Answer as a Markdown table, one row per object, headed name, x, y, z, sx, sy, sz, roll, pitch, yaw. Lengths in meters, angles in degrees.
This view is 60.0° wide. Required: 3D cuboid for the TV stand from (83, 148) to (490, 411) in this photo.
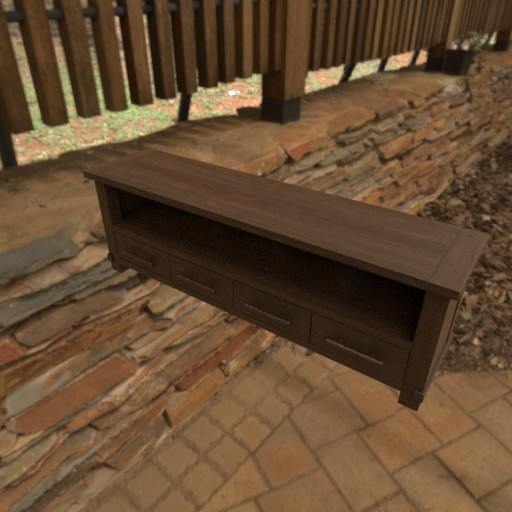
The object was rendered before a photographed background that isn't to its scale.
| name | x | y | z | sx | sy | sz | roll | pitch | yaw |
| --- | --- | --- | --- | --- | --- | --- | --- | --- | --- |
| TV stand | 0.000 | 0.000 | 2.152 | 1.866 | 0.615 | 0.471 | 20 | 36 | 29 |
